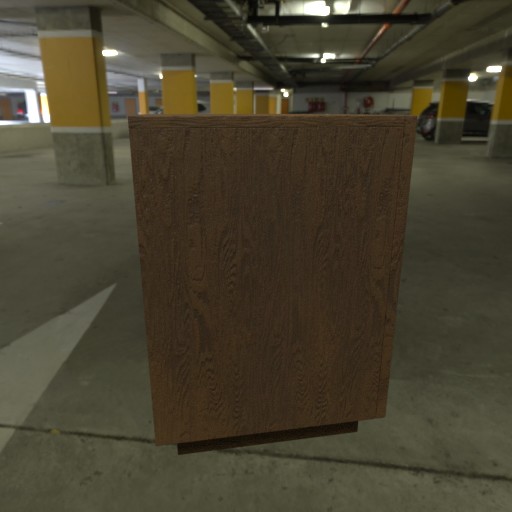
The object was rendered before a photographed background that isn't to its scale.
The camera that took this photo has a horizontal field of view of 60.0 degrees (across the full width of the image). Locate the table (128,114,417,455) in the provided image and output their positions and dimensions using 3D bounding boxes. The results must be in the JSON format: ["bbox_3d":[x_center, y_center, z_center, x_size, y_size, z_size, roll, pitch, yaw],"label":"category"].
[{"bbox_3d":[0.000,0.000,0.960,0.439,0.585,0.560,-3,18,-10],"label":"table"}]
